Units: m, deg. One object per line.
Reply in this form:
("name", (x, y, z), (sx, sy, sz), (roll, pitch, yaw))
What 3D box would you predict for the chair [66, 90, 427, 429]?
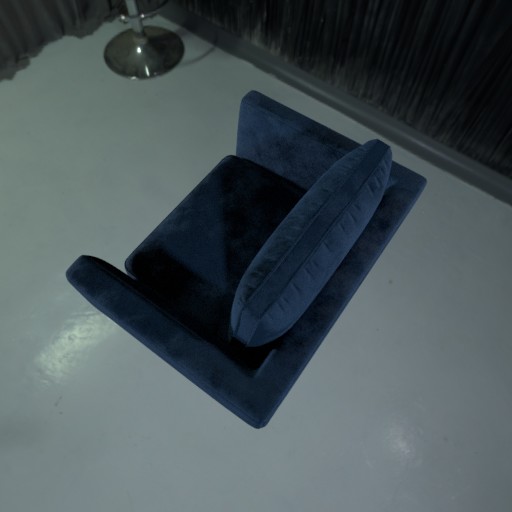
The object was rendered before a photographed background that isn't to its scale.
("chair", (0.000, 0.000, 1.601), (0.746, 0.893, 0.977), (33, 67, 16))
